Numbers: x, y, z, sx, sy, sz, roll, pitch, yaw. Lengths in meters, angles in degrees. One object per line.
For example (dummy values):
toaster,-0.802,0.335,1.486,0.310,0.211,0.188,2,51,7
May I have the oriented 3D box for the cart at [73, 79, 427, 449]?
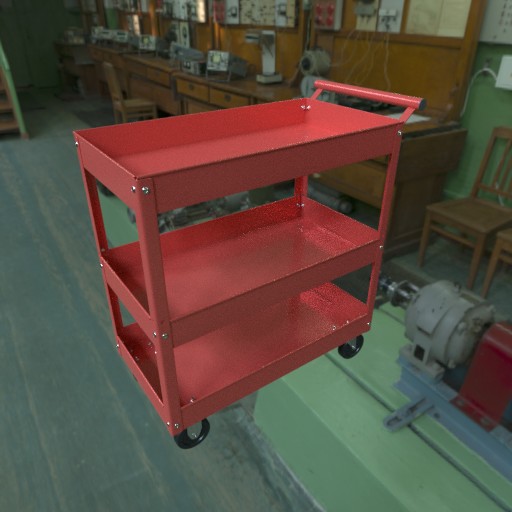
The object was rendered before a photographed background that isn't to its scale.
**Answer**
cart,0.000,0.000,1.175,0.719,0.780,0.366,-19,35,-30
